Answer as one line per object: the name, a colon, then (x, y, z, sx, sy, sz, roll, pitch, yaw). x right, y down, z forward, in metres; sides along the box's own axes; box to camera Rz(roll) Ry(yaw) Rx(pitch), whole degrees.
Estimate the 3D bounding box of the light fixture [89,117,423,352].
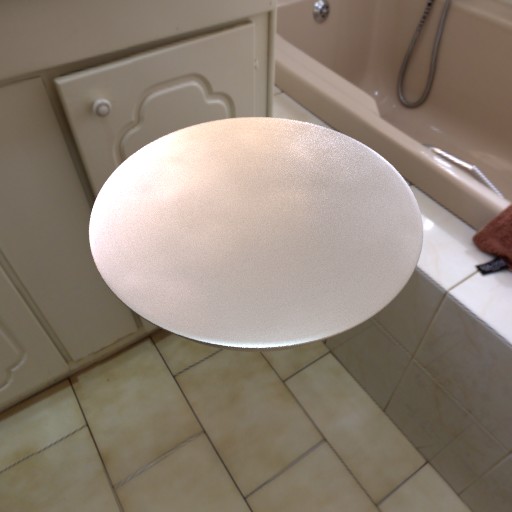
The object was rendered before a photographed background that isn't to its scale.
light fixture: (0.000, 0.000, 0.432, 0.280, 0.135, 0.280, 0, 48, 0)
